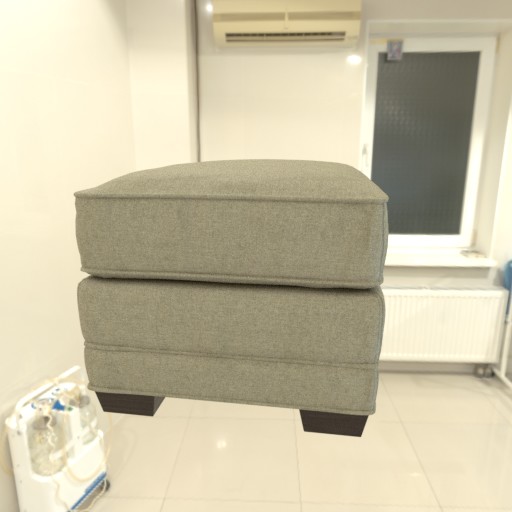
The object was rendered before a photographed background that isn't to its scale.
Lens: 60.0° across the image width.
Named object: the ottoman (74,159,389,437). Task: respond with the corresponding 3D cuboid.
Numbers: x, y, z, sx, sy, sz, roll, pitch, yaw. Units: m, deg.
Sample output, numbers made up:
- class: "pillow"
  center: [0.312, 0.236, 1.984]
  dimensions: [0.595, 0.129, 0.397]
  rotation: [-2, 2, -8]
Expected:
- class: "ottoman"
  center: [0.000, 0.000, 1.213]
  dimensions: [0.611, 0.508, 0.848]
  rotation: [2, 15, 9]
